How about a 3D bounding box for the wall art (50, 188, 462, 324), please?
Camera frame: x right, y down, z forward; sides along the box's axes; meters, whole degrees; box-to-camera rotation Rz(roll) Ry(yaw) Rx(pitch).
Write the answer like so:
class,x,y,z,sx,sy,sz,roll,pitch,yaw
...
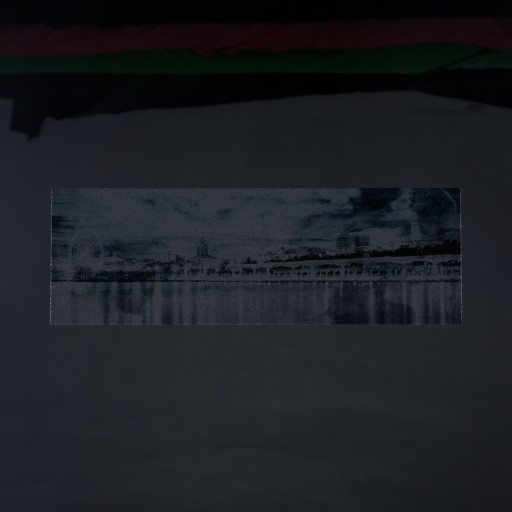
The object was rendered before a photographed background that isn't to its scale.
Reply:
class,x,y,z,sx,sy,sz,roll,pitch,yaw
wall art,0.000,0.000,1.664,1.524,0.509,0.037,0,-1,0
